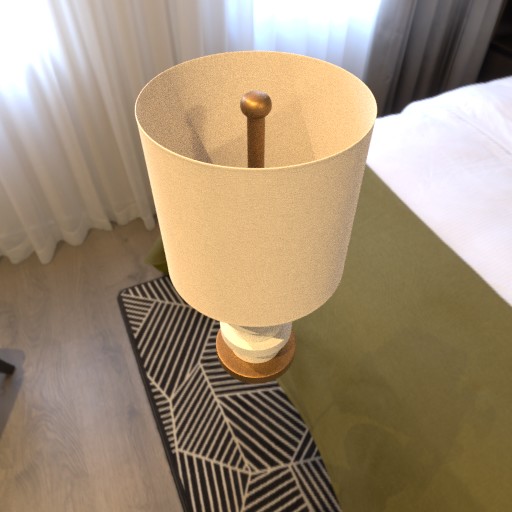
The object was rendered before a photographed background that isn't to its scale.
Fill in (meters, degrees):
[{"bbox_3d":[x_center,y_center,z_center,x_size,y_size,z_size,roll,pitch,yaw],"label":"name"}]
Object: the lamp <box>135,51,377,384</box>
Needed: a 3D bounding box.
[{"bbox_3d":[0.000,0.000,0.535,0.210,0.410,0.210,26,52,23],"label":"lamp"}]
